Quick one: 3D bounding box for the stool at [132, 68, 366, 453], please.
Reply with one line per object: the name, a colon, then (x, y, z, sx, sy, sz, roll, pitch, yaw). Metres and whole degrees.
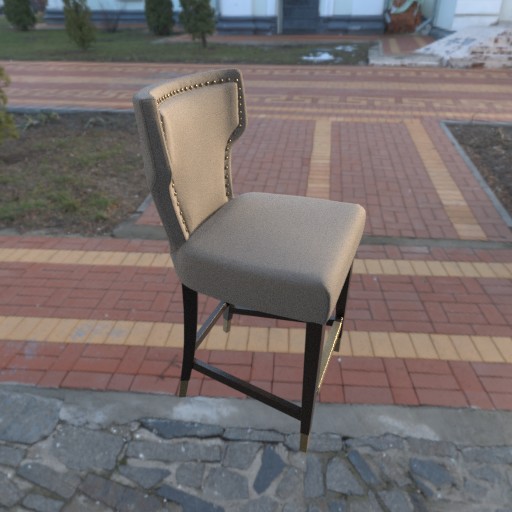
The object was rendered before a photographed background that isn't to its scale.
stool: (0.000, 0.000, 1.336, 0.563, 0.982, 0.527, 11, 32, 18)
